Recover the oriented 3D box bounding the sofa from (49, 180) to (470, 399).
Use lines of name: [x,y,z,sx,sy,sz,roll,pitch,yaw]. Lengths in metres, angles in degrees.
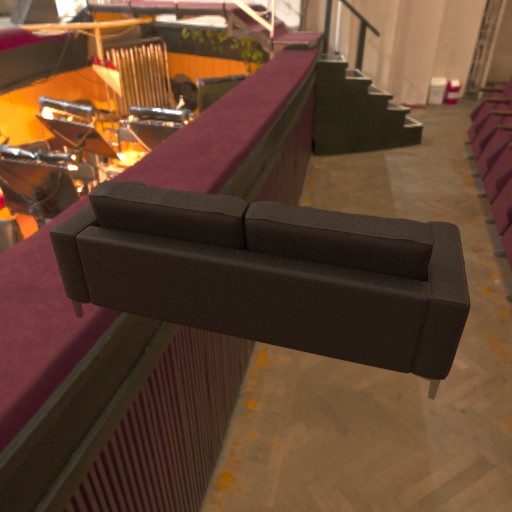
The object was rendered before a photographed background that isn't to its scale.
sofa: [0.000,0.000,2.663,2.275,0.893,0.833,10,33,15]
